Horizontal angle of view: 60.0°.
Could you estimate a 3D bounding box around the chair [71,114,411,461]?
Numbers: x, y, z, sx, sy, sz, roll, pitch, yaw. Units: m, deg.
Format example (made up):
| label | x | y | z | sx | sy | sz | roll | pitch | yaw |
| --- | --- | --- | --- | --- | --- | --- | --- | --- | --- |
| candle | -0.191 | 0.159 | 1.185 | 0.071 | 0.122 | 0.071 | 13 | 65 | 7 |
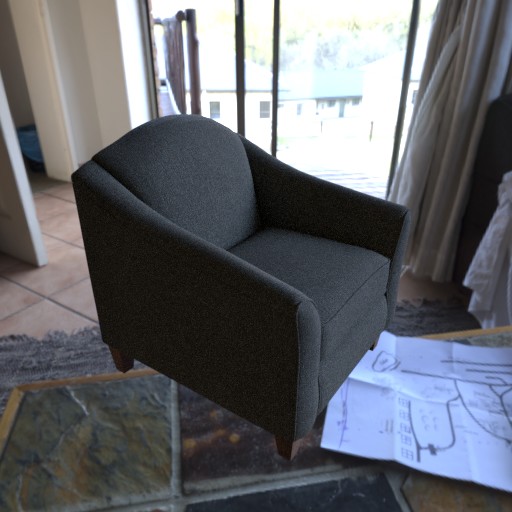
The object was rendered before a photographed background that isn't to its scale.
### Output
| label | x | y | z | sx | sy | sz | roll | pitch | yaw |
| --- | --- | --- | --- | --- | --- | --- | --- | --- | --- |
| chair | 0.000 | 0.000 | 1.464 | 0.787 | 0.839 | 0.763 | 17 | 31 | 31 |
